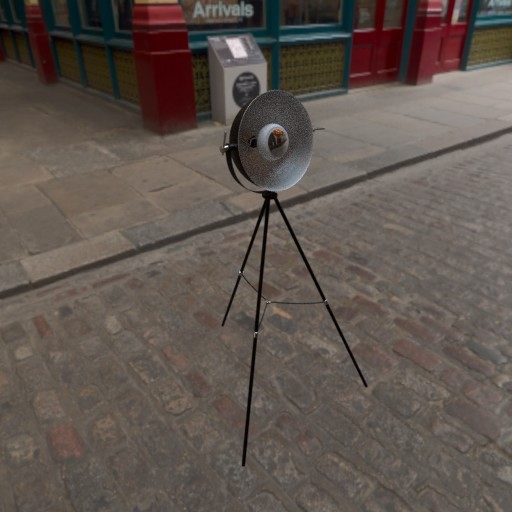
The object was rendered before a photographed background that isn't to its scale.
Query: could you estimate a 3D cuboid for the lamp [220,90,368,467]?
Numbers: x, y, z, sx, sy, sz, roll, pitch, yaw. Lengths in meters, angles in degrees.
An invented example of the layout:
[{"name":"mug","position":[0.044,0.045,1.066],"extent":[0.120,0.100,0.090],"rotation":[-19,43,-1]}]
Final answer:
[{"name":"lamp","position":[0.000,0.000,2.106],"extent":[0.817,1.512,0.920],"rotation":[-22,36,-33]}]
